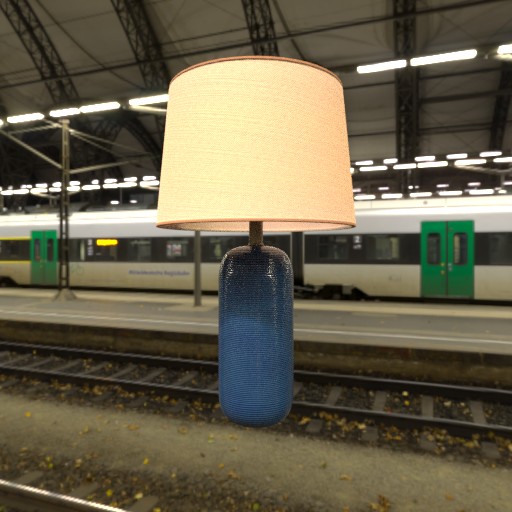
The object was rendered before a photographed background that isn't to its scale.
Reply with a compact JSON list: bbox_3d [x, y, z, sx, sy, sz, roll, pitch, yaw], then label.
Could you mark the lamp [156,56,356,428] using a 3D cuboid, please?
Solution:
[{"bbox_3d":[0.000,0.000,0.833,0.367,0.609,0.367,0,1,0],"label":"lamp"}]
